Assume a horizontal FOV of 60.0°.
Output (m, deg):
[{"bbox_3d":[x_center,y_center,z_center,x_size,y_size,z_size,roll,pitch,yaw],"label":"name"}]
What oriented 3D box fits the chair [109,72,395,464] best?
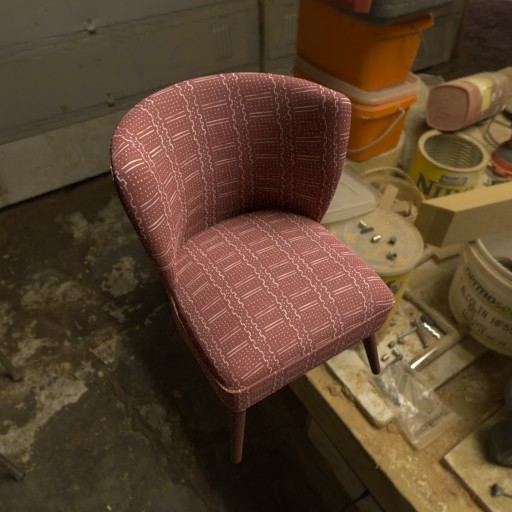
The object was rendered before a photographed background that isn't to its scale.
[{"bbox_3d":[0.000,0.000,1.395,0.706,0.866,0.758,-24,50,-21],"label":"chair"}]
